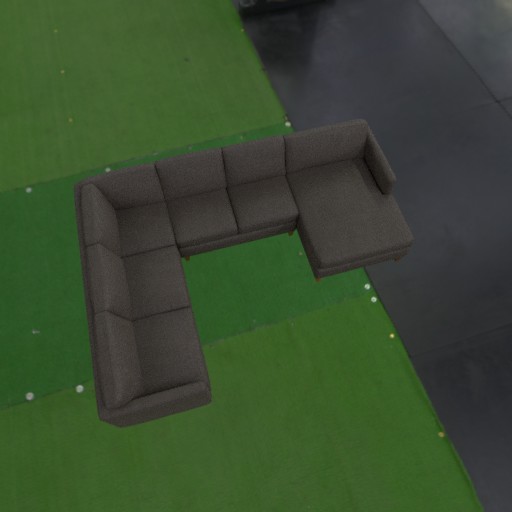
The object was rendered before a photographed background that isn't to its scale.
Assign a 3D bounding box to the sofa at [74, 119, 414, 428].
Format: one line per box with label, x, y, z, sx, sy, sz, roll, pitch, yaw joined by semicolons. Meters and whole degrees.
sofa;0.000;0.000;4.700;3.460;0.961;2.594;-14;63;-7
